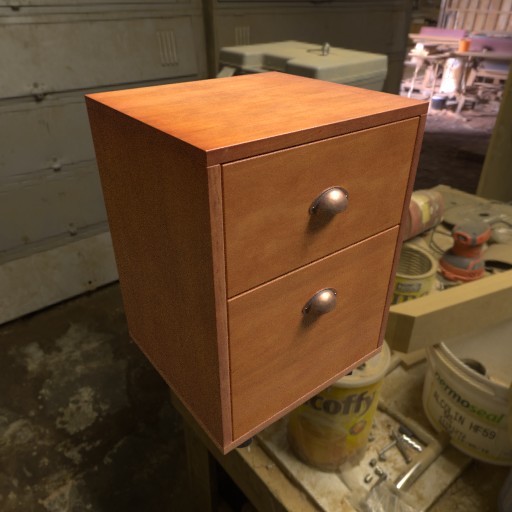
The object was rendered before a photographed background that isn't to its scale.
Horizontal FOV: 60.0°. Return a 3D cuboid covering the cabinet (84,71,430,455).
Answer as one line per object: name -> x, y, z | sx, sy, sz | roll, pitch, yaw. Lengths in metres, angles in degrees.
cabinet -> 0.000, 0.000, 0.851 | 0.409, 0.579, 0.401 | -21, 37, -32
